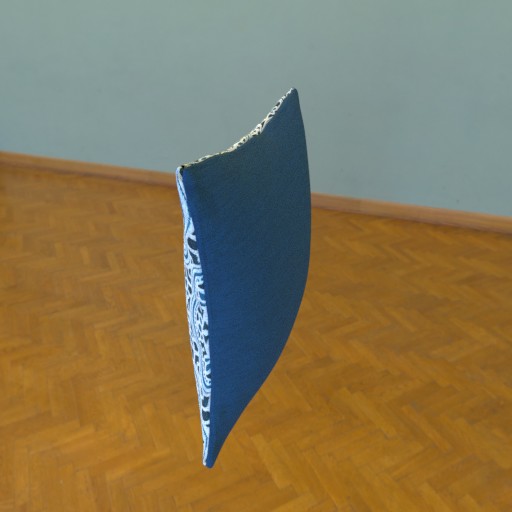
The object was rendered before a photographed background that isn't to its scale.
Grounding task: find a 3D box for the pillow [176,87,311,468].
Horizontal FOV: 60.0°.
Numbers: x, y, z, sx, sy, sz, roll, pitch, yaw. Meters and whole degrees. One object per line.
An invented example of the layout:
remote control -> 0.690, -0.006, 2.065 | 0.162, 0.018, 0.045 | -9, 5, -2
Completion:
pillow -> 0.000, 0.000, 0.667 | 0.145, 0.420, 0.440 | 9, 32, 15
